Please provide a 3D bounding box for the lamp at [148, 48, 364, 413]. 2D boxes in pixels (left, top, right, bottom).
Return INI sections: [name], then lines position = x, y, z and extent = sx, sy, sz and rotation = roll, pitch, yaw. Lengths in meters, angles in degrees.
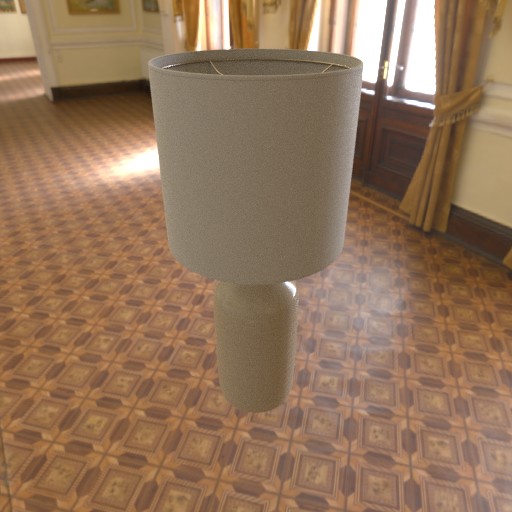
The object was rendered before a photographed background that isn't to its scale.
[lamp]
position = 0.000, 0.000, 0.582
extent = 0.220, 0.475, 0.220
rotation = -10, 32, -16
